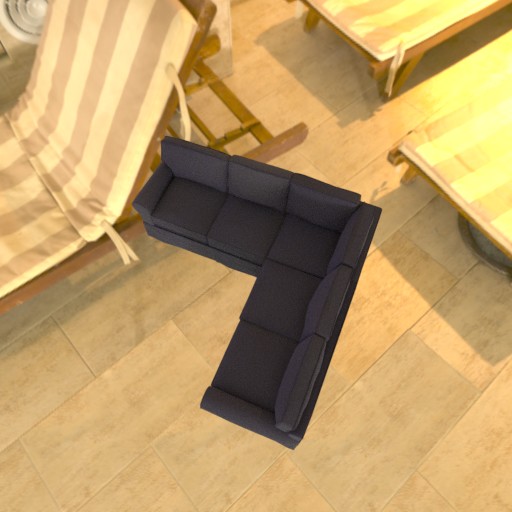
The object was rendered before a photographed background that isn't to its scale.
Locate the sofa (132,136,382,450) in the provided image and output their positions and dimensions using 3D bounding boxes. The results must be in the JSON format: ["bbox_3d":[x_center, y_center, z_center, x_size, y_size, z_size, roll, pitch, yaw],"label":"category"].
[{"bbox_3d":[0.000,0.000,5.157,2.874,1.169,3.773,-33,67,-16],"label":"sofa"}]
